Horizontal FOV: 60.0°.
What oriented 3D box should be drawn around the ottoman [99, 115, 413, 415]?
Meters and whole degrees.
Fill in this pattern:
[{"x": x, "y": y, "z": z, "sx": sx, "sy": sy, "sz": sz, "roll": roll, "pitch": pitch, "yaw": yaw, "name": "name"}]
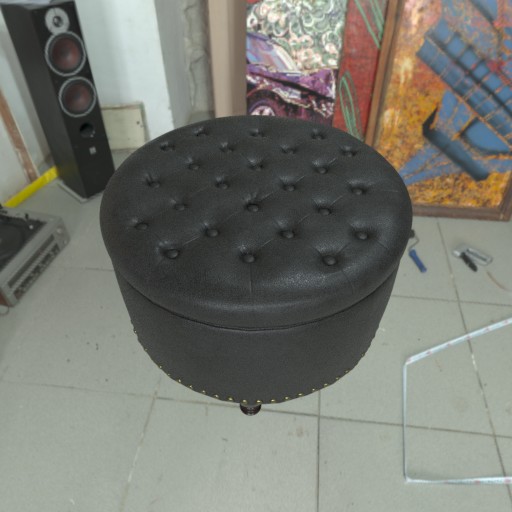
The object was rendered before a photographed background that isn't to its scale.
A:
[{"x": 0.000, "y": 0.000, "z": 1.055, "sx": 0.637, "sy": 0.442, "sz": 0.637, "roll": 0, "pitch": 45, "yaw": 0, "name": "ottoman"}]
